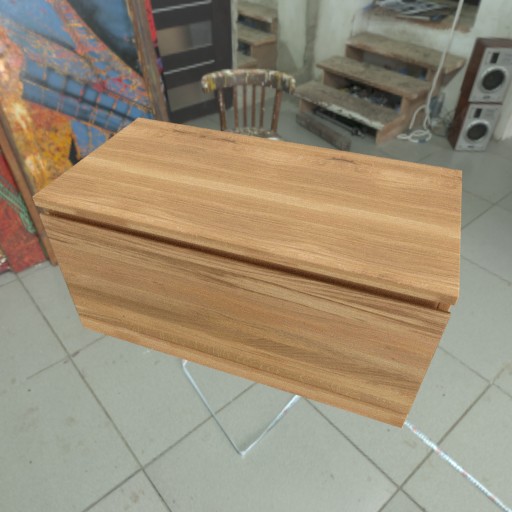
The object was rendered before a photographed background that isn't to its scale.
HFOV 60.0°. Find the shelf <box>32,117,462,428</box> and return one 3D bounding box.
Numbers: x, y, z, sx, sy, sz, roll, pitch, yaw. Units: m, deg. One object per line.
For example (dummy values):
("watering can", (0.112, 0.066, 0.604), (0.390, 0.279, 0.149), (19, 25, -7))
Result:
("shelf", (0.000, 0.000, 1.046), (0.800, 0.400, 0.400), (13, 43, 15))
